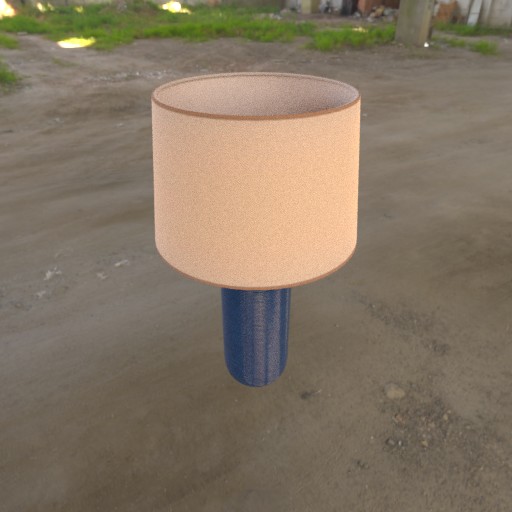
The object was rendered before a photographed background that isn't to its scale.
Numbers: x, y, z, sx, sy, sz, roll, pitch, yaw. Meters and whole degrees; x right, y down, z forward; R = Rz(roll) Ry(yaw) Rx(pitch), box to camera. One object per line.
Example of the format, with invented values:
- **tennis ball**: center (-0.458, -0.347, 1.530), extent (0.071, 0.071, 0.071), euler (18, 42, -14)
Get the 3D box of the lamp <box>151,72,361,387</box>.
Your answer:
- **lamp**: center (0.000, 0.000, 0.850), extent (0.367, 0.609, 0.367), euler (0, 32, 0)
